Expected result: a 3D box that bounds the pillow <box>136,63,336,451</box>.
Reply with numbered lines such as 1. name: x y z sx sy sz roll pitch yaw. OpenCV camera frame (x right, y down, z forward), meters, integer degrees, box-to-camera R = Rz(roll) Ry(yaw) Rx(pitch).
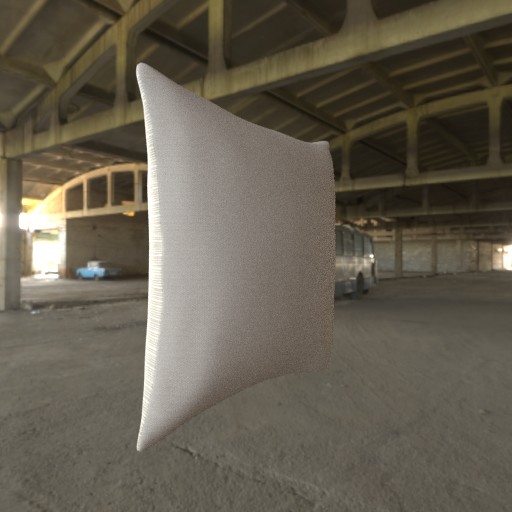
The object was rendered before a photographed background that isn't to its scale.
1. pillow: 0.000 0.000 0.768 0.204 0.497 0.512 0 0 37
